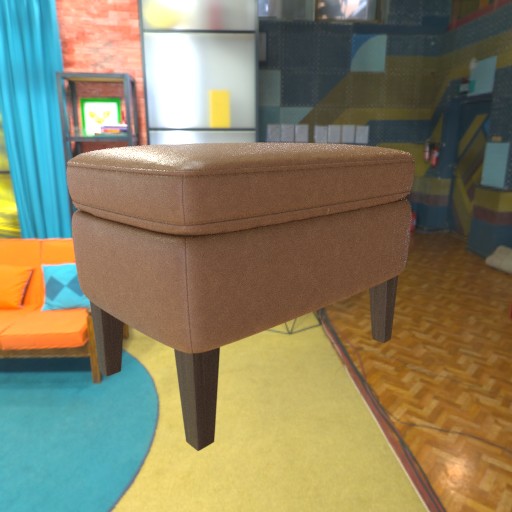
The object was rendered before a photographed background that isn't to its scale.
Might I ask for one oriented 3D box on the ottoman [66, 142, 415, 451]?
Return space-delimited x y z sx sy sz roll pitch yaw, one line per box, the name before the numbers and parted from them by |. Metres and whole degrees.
ottoman | 0.000 0.000 0.970 0.670 0.480 0.420 -14 20 -42
